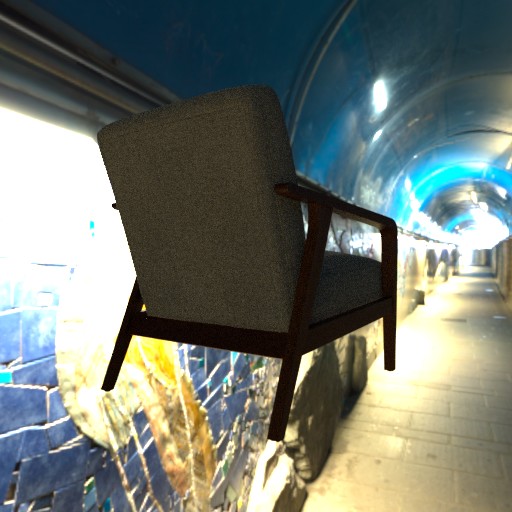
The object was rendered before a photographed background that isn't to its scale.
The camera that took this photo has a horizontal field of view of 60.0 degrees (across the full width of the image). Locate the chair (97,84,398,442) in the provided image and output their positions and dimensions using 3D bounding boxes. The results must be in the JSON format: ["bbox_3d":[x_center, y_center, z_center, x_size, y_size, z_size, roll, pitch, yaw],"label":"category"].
[{"bbox_3d":[0.000,0.000,1.493,0.704,0.847,0.858,0,0,36],"label":"chair"}]
